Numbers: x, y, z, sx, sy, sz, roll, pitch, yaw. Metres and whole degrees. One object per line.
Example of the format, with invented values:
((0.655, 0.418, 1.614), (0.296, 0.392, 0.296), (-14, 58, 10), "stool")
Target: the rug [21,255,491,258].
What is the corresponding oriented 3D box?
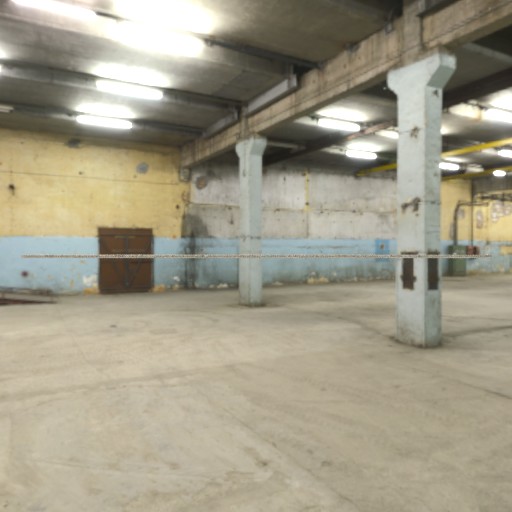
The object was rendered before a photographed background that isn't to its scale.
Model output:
((0.000, 0.000, 2.908), (2.280, 0.015, 1.521), (0, 0, 0), "rug")
